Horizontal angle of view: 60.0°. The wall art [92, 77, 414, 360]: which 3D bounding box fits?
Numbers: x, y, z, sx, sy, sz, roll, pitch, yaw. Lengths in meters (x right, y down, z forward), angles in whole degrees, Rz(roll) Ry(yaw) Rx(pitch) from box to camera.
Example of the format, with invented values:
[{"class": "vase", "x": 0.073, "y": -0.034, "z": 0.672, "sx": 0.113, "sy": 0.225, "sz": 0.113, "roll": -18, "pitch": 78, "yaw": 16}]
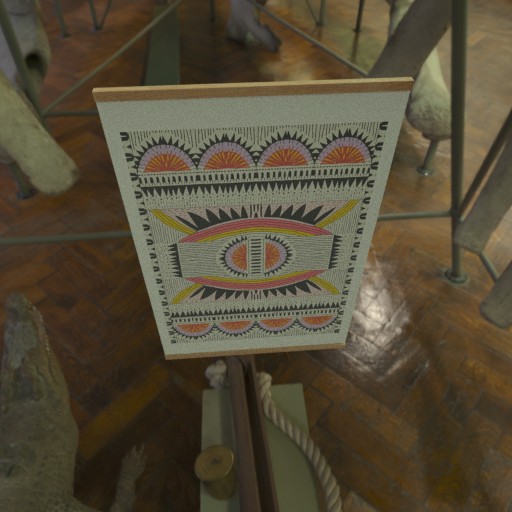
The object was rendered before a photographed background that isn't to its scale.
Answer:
[{"class": "wall art", "x": 0.000, "y": 0.000, "z": 1.929, "sx": 0.999, "sy": 1.533, "sz": 0.028, "roll": -3, "pitch": 46, "yaw": -3}]
